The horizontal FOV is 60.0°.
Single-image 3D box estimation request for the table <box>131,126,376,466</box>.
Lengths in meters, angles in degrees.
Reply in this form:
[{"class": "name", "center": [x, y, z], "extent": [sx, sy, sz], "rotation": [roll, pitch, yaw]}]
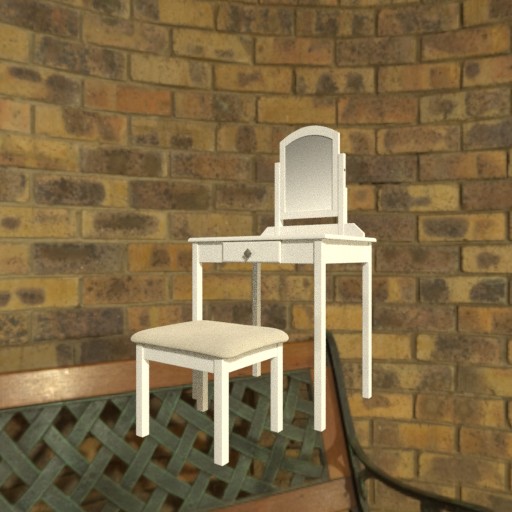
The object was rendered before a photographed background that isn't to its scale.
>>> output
[{"class": "table", "center": [0.000, 0.000, 2.337], "extent": [0.876, 1.631, 1.211], "rotation": [0, 0, 36]}]
